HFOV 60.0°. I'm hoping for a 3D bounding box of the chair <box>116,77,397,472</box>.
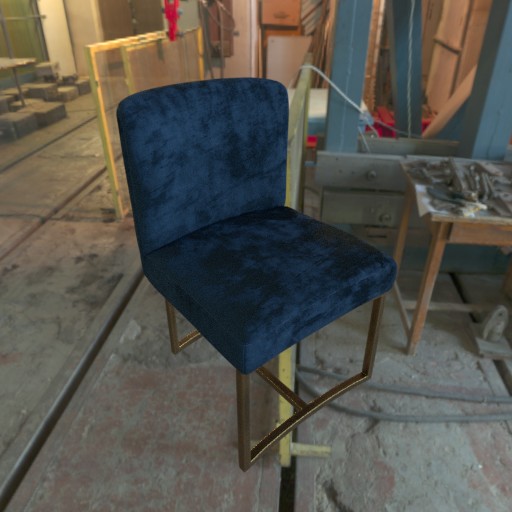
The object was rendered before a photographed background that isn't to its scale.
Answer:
[{"bbox_3d":[0.000,0.000,1.190,0.530,0.824,0.560,-23,37,-33],"label":"chair"}]
